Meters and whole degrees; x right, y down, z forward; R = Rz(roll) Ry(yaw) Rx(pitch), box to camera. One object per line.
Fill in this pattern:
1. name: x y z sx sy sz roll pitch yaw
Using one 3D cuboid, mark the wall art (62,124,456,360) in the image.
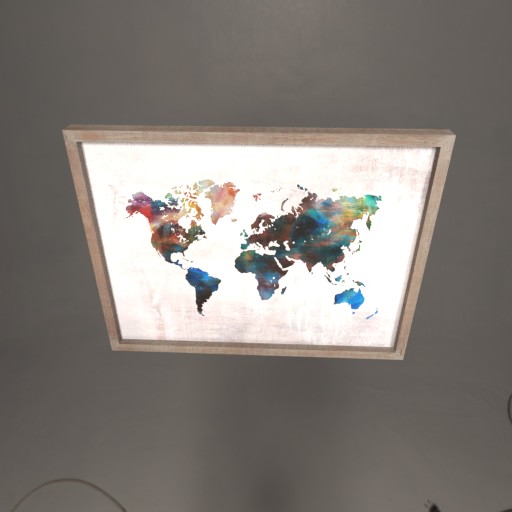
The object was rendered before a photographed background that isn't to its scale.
1. wall art: 0.000 0.000 1.775 1.320 1.009 0.070 1 31 2
